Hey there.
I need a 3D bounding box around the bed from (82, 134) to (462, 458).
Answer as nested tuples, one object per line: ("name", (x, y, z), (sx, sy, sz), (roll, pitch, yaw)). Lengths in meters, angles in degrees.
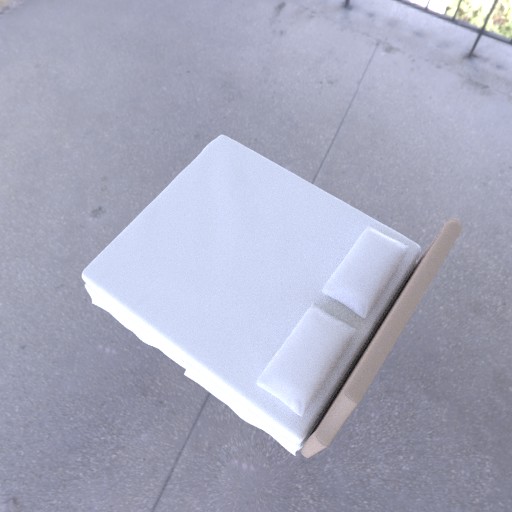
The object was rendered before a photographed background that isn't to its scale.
("bed", (0.000, 0.000, 4.173), (2.773, 1.590, 2.350), (33, 67, 16))
